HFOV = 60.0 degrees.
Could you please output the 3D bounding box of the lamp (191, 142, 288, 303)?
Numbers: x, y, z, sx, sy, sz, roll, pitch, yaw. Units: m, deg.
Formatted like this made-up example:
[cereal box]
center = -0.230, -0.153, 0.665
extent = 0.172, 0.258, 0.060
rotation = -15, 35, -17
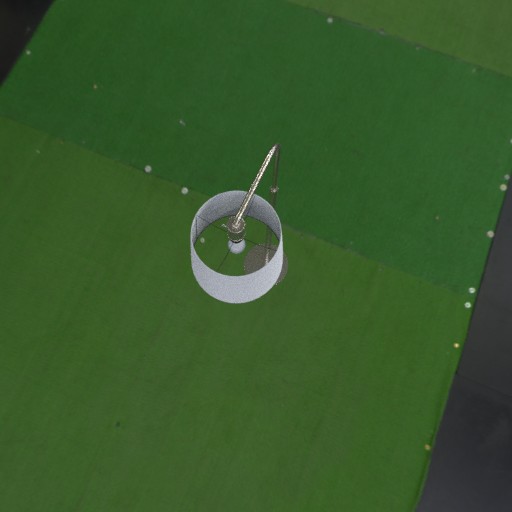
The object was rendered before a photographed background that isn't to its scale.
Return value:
[lamp]
center = 0.000, 0.000, 1.711
extent = 0.254, 1.478, 0.508
rotation = 24, 78, 6
